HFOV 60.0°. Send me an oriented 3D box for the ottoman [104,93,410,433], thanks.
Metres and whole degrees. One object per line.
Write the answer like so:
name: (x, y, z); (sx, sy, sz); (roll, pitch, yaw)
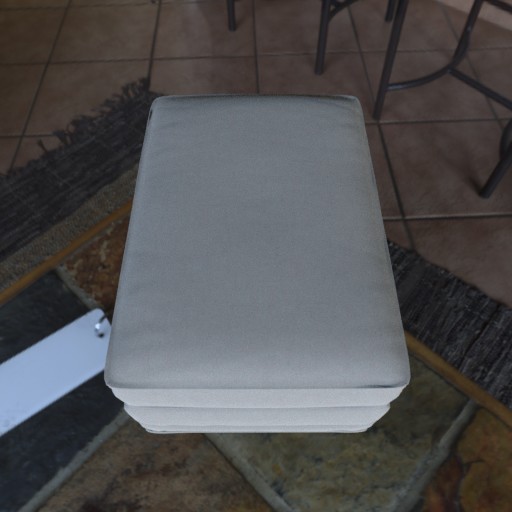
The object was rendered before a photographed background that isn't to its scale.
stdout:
ottoman: (0.000, 0.000, 1.198); (0.611, 0.482, 0.848); (0, 58, 0)
